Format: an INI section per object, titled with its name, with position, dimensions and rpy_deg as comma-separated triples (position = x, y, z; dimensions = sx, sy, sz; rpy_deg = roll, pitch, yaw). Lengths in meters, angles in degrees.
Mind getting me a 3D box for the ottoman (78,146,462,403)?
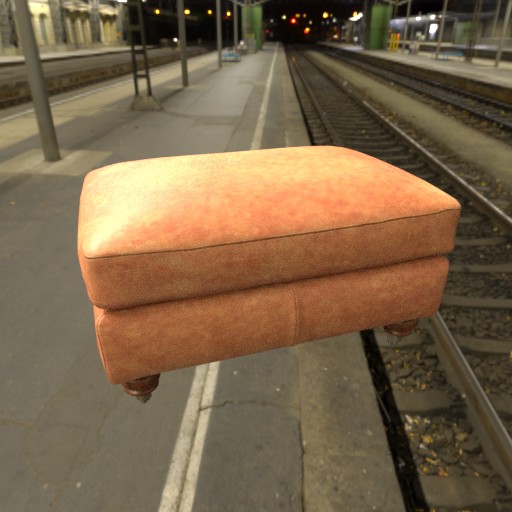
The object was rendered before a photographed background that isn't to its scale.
[ottoman]
position = 0.000, 0.000, 1.198
dimensions = 0.852, 0.507, 0.565
rpy_deg = -9, 28, -16
